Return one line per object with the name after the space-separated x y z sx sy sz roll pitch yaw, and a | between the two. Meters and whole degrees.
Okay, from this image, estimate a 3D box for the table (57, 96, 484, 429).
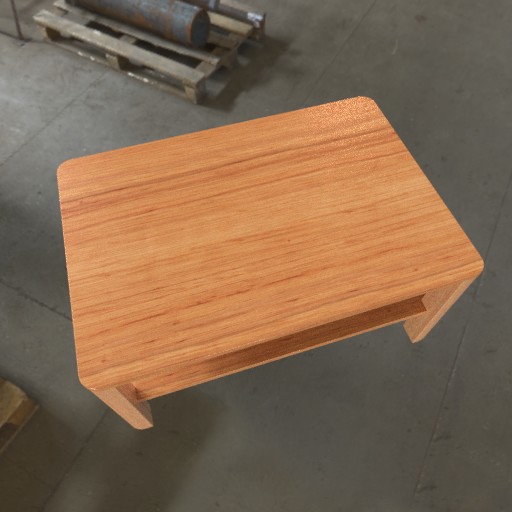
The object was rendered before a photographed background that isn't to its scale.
0.000 0.000 1.377 0.997 0.445 0.696 -15 59 -9 | table
